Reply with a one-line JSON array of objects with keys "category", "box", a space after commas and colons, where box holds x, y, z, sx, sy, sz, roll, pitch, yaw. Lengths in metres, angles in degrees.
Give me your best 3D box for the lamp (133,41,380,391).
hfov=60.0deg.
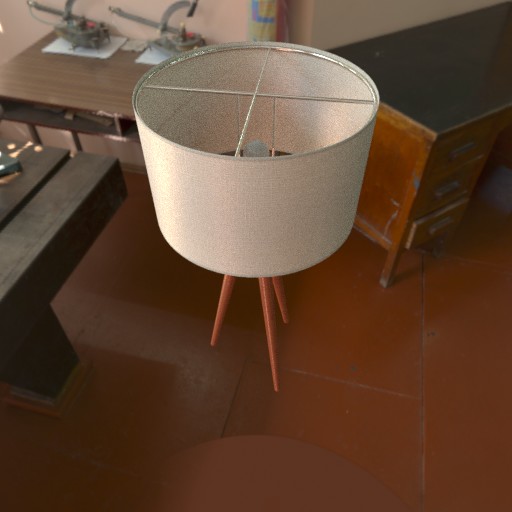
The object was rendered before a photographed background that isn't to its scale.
[{"category": "lamp", "box": [0.000, 0.000, 0.903, 0.354, 0.709, 0.355, -32, 54, -27]}]
